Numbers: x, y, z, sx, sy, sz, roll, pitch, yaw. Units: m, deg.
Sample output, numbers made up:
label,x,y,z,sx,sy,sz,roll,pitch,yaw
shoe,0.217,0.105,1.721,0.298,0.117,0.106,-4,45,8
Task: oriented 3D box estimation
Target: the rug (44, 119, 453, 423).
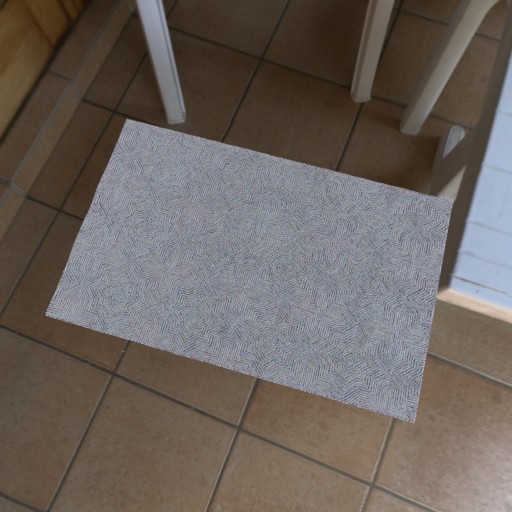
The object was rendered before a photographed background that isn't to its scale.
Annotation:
label,x,y,z,sx,sy,sz,roll,pitch,yaw
rug,0.000,0.000,2.987,2.428,0.007,1.519,15,74,4
